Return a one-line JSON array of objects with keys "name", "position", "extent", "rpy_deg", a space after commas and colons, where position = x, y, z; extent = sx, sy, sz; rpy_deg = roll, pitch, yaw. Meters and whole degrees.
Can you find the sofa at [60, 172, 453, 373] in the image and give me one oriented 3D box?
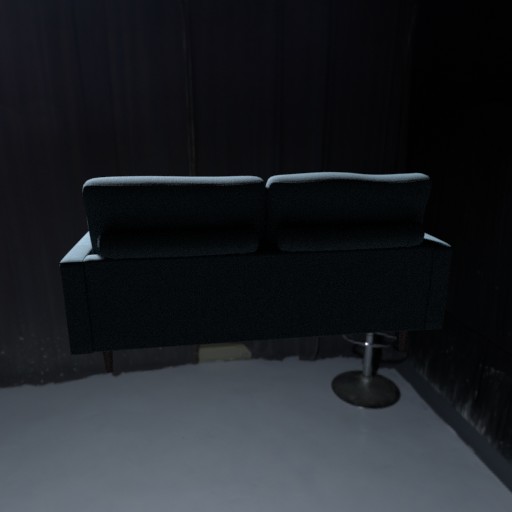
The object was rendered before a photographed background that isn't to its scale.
[{"name": "sofa", "position": [0.000, 0.000, 2.684], "extent": [2.010, 1.050, 0.966], "rpy_deg": [-2, 16, -8]}]
